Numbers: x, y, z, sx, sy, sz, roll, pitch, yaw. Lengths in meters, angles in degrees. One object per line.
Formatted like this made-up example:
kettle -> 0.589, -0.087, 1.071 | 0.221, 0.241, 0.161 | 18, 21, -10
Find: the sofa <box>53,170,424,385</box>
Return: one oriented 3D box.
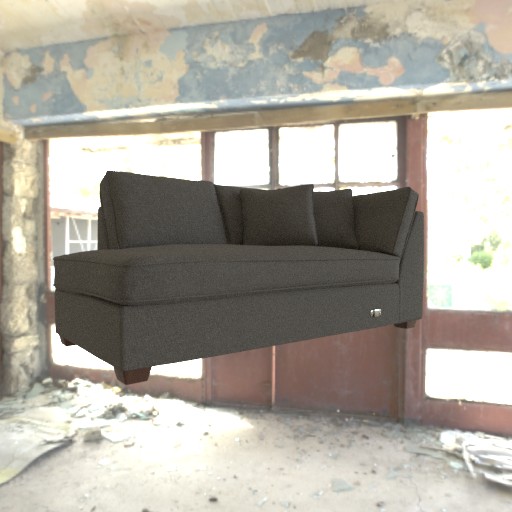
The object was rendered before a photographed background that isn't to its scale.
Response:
sofa -> 0.000, 0.000, 2.866 | 2.237, 1.033, 1.110 | -1, 1, -38
